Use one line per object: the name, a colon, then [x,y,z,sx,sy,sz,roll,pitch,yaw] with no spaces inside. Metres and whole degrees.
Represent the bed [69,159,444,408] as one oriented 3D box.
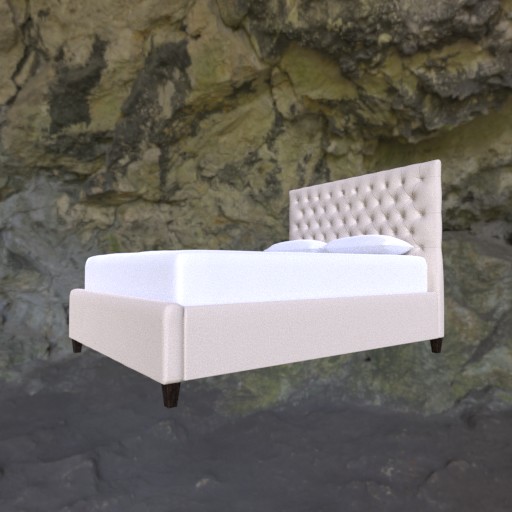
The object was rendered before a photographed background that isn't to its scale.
bed: [0.000,0.000,3.292,2.233,1.426,1.696,1,-2,-36]
